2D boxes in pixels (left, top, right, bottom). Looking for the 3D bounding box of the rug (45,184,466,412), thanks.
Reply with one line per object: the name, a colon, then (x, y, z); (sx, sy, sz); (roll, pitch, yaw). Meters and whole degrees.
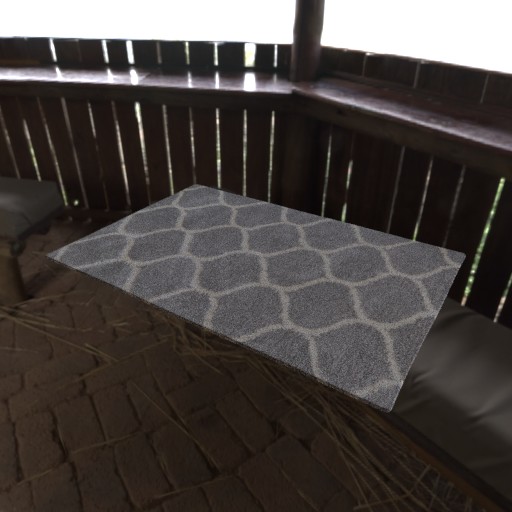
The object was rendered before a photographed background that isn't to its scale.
rug: (0.000, 0.000, 3.406); (2.701, 0.026, 1.801); (18, 35, 28)
